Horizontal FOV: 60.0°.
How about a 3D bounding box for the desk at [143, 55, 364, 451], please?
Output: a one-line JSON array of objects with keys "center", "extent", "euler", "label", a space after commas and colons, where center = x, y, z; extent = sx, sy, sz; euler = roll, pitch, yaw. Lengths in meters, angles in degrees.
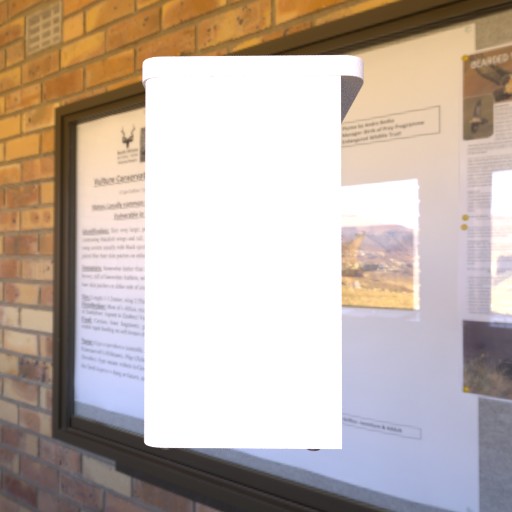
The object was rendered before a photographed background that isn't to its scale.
[{"center": [0.000, 0.000, 1.244], "extent": [0.446, 0.760, 0.790], "euler": [0, -1, 1], "label": "desk"}]
